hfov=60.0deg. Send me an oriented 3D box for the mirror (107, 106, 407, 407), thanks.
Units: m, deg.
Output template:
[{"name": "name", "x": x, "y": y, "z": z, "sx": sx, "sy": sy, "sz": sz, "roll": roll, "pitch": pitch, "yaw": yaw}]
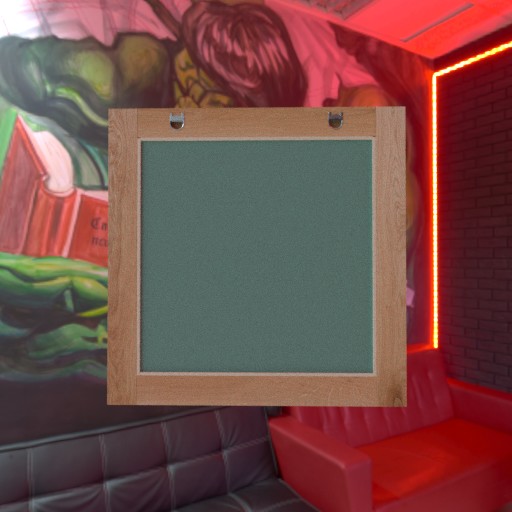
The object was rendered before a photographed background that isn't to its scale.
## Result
[{"name": "mirror", "x": 0.000, "y": 0.000, "z": 1.197, "sx": 0.800, "sy": 0.800, "sz": 0.020, "roll": 0, "pitch": -1, "yaw": 1}]
